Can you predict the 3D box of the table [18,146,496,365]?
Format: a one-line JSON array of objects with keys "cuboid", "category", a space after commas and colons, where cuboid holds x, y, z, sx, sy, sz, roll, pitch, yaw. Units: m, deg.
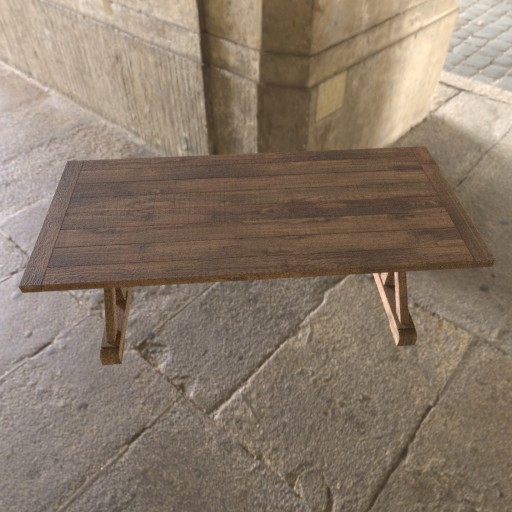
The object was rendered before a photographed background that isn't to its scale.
[{"cuboid": [0.000, 0.000, 2.454, 2.031, 0.733, 0.907, -3, 46, -3], "category": "table"}]
